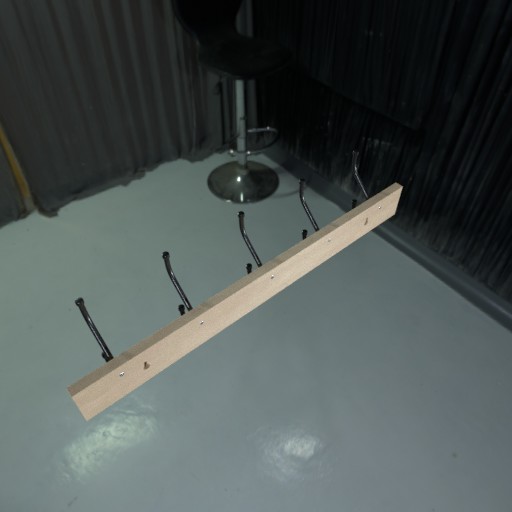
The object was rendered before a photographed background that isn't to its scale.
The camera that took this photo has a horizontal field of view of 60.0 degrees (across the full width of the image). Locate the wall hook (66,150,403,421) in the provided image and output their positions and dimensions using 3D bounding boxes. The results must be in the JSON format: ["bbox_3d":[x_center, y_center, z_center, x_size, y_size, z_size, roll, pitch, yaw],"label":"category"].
[{"bbox_3d":[0.000,0.000,0.619,0.571,0.117,0.071,-31,53,-27],"label":"wall hook"}]
